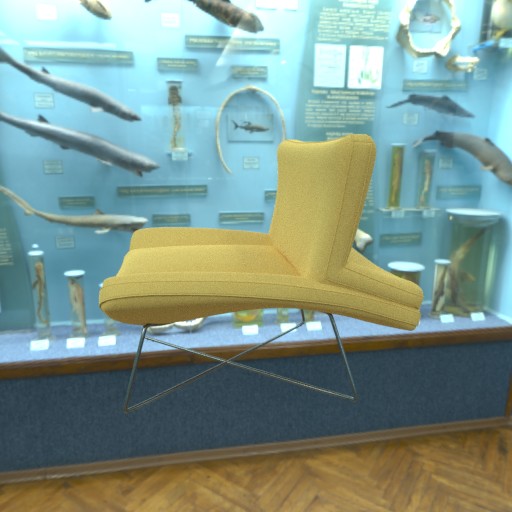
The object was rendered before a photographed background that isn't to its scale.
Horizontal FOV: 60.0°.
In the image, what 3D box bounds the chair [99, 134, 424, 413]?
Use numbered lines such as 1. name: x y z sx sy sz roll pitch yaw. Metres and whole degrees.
1. chair: 0.000 0.000 1.651 1.008 0.855 0.859 -2 14 -8
